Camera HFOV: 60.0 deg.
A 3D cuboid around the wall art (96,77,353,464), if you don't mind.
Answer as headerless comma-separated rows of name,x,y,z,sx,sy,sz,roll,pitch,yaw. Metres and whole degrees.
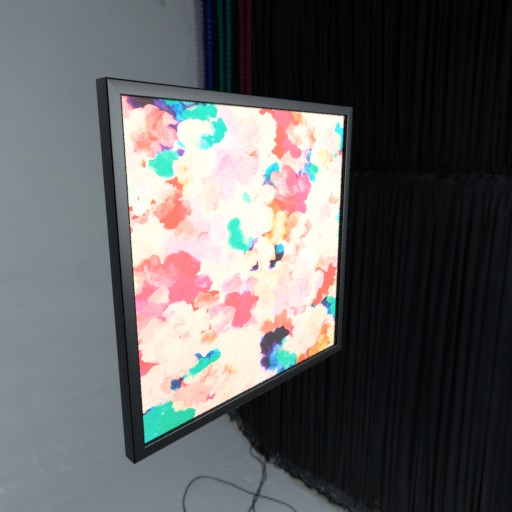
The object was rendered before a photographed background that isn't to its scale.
wall art,0.000,0.000,1.107,0.036,0.755,0.756,13,19,43
